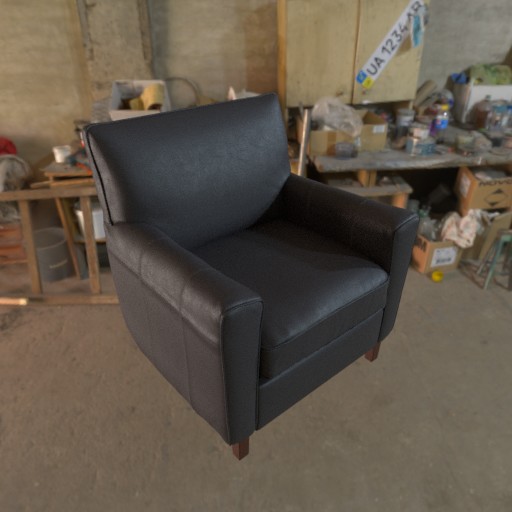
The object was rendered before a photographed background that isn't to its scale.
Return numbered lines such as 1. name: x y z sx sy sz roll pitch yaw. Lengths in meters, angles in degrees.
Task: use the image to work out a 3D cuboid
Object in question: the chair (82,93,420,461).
1. chair: 0.000 0.000 1.626 0.870 0.943 0.825 -24 38 -33
